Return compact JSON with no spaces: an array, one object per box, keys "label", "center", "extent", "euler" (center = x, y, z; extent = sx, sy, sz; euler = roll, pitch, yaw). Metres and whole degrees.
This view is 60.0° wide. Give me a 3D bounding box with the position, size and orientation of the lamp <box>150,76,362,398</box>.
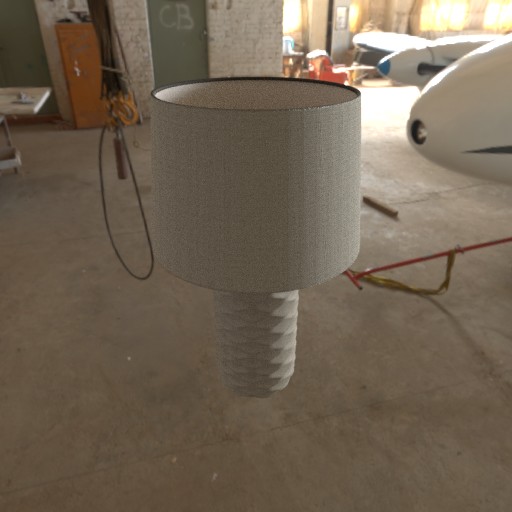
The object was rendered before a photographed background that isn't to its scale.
[{"label":"lamp","center":[0.000,0.000,0.837],"extent":[0.376,0.594,0.376],"euler":[0,29,0]}]
